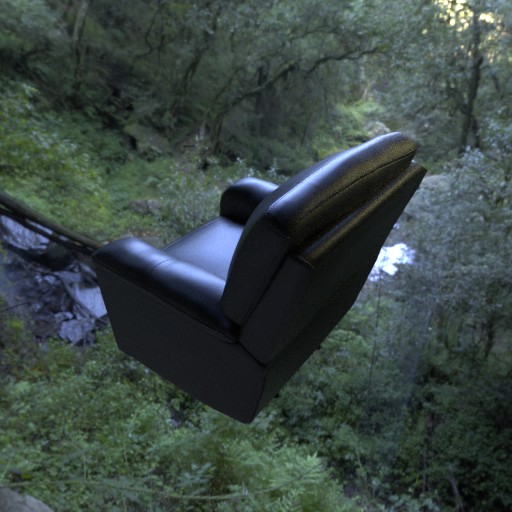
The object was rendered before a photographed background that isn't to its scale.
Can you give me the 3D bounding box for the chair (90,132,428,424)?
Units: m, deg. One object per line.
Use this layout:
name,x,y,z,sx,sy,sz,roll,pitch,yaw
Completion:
chair,0.000,0.000,2.011,1.087,1.109,1.096,21,37,30
